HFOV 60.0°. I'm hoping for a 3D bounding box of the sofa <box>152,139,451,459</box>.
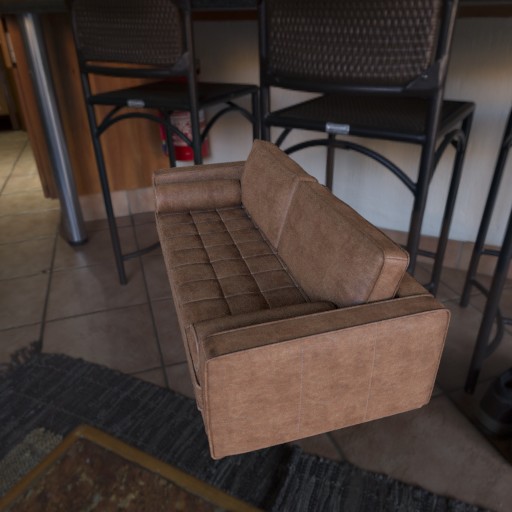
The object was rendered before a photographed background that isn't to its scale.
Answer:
[{"bbox_3d":[0.000,0.000,2.351,0.924,0.825,1.920,-8,30,-14],"label":"sofa"}]
